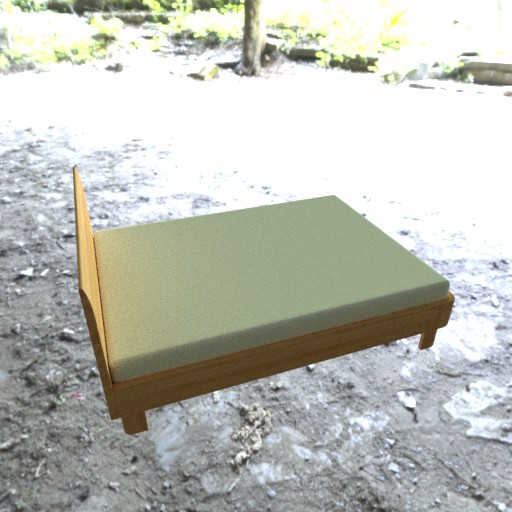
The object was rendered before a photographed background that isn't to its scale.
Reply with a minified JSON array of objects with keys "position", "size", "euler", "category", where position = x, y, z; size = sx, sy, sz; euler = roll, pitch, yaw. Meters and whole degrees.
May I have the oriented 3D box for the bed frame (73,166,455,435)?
[{"position":[0.000,0.000,2.820],"size":[1.992,0.940,1.472],"euler":[-11,33,-17],"category":"bed frame"}]
